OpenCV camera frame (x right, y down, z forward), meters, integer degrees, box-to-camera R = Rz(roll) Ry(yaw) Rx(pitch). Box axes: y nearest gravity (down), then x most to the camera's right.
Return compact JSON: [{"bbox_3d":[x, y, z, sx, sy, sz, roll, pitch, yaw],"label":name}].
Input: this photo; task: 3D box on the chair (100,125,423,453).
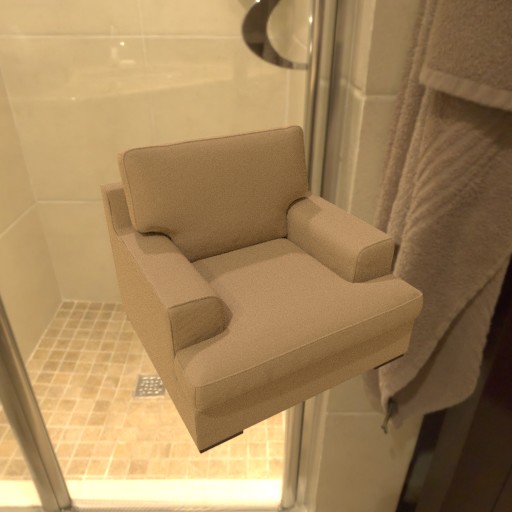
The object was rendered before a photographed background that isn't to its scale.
[{"bbox_3d":[0.000,0.000,2.165,1.293,1.005,1.274,-21,36,-32],"label":"chair"}]
